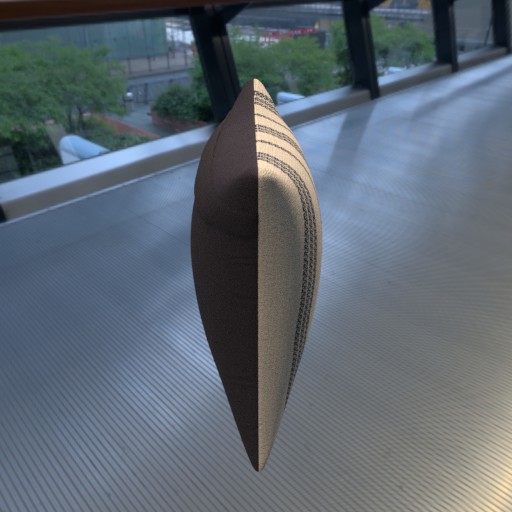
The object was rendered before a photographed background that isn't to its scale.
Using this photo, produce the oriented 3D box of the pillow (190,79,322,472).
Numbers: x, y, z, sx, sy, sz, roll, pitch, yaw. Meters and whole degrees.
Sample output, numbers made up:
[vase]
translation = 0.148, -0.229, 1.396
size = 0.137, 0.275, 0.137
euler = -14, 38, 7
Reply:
[pillow]
translation = 0.000, 0.000, 0.630
size = 0.173, 0.406, 0.405
euler = 0, 32, -1
